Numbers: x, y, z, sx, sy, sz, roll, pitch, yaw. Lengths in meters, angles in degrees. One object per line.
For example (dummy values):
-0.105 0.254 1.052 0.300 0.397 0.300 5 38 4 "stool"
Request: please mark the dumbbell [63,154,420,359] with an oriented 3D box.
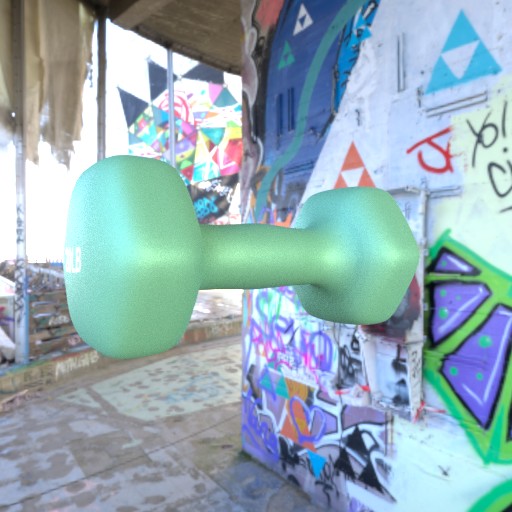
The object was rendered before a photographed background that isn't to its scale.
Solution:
0.000 0.000 0.331 0.260 0.117 0.129 0 0 -35 "dumbbell"
